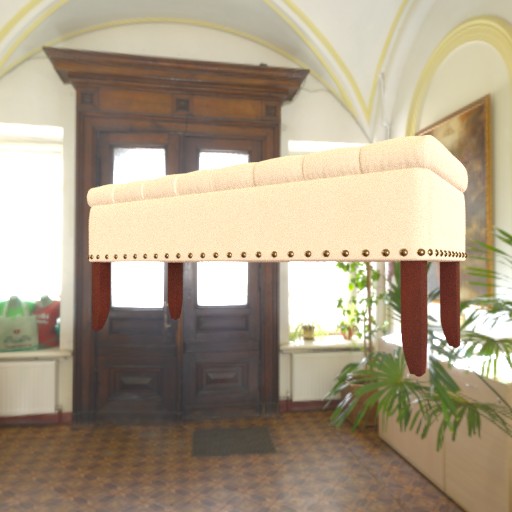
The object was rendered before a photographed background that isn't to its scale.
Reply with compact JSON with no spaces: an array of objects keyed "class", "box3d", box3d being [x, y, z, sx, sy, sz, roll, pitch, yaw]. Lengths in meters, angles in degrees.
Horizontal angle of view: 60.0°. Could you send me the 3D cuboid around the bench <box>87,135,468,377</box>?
[{"class":"bench","box3d":[0.000,0.000,1.262,1.054,0.470,0.400,-1,-1,35]}]
